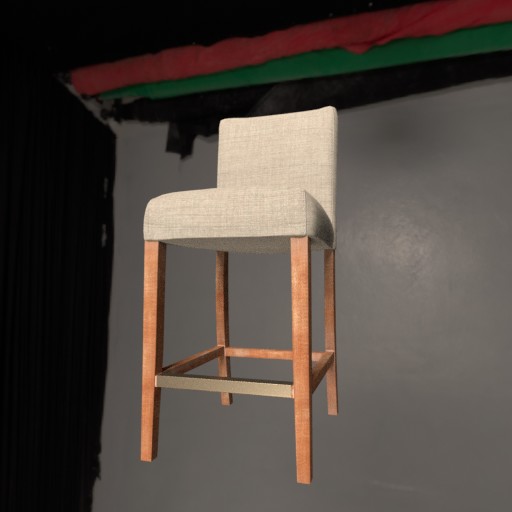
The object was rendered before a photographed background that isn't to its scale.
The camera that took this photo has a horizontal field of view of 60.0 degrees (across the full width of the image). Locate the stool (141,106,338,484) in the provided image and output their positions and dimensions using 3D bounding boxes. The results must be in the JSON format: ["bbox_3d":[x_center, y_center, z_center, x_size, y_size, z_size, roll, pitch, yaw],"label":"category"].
[{"bbox_3d":[0.000,0.000,1.319,0.454,1.039,0.567,-1,-3,18],"label":"stool"}]
